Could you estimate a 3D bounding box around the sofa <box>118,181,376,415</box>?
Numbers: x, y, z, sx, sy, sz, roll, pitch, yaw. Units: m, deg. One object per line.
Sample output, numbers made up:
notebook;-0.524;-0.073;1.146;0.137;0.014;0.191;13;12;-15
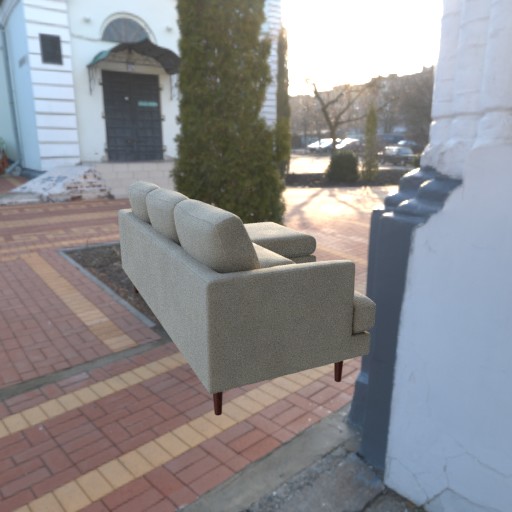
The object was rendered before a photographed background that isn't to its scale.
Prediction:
sofa;0.000;0.000;3.110;1.504;0.956;2.233;-7;16;-25
